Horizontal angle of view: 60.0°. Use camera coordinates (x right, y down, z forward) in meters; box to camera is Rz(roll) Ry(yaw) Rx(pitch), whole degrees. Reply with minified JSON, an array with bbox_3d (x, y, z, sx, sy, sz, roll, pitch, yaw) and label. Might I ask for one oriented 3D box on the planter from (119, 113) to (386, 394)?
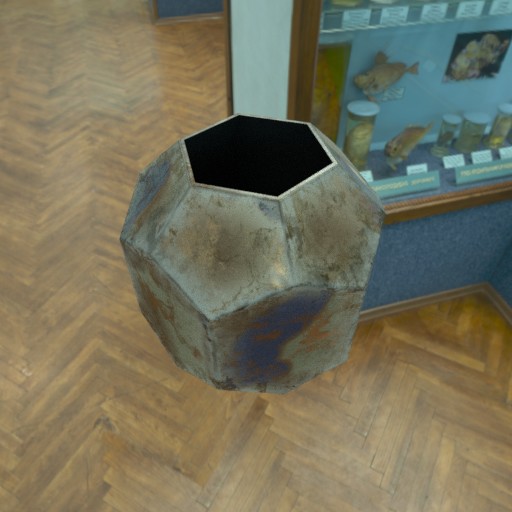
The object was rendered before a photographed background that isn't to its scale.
[{"bbox_3d":[0.000,0.000,0.439,0.243,0.238,0.221,-10,46,-10],"label":"planter"}]
